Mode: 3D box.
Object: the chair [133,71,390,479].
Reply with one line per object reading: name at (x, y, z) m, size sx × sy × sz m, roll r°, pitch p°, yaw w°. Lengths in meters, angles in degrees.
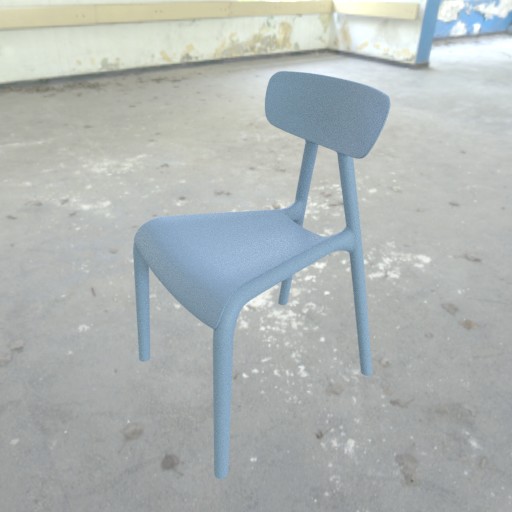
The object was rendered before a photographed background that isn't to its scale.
chair at (0.000, 0.000, 0.818) m, size 0.401 × 0.580 × 0.356 m, roll -20°, pitch 37°, yaw -29°
